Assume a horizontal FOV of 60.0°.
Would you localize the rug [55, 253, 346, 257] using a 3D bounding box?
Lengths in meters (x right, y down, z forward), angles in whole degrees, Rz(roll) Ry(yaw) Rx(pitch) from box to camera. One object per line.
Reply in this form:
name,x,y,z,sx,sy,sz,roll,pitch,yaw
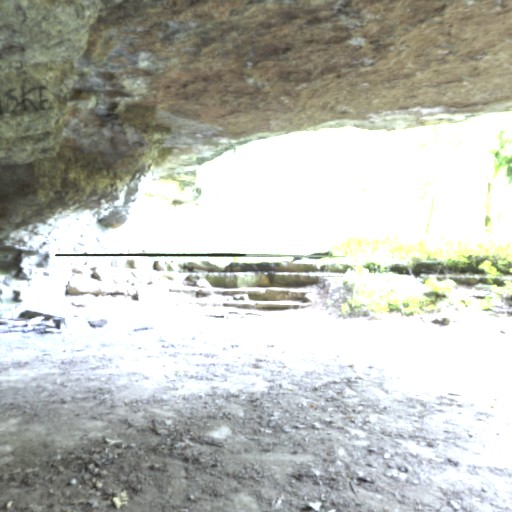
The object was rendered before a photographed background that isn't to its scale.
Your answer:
rug,0.000,0.000,2.670,0.759,0.012,2.430,0,0,19
